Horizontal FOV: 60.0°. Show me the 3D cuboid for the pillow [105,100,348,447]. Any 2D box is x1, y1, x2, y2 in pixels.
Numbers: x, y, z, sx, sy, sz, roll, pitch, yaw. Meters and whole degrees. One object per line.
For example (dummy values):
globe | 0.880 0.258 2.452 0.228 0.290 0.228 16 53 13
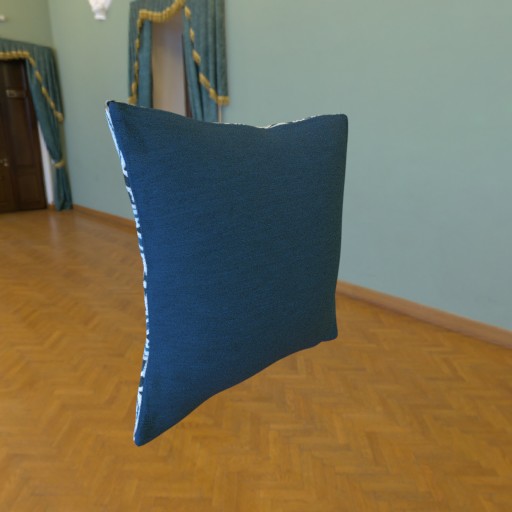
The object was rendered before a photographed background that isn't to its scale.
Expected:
pillow | 0.000 0.000 0.657 0.145 0.420 0.440 15 22 43
